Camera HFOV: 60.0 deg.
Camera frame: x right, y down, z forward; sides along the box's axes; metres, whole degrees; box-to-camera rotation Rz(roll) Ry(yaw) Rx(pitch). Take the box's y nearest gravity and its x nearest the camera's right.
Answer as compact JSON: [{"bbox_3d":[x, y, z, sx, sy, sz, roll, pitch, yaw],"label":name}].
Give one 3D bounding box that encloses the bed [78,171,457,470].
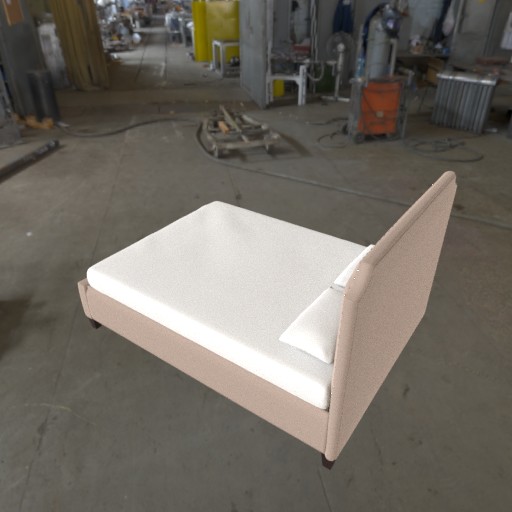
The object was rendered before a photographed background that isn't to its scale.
[{"bbox_3d":[0.000,0.000,3.439,2.372,1.443,1.713,20,37,30],"label":"bed"}]
